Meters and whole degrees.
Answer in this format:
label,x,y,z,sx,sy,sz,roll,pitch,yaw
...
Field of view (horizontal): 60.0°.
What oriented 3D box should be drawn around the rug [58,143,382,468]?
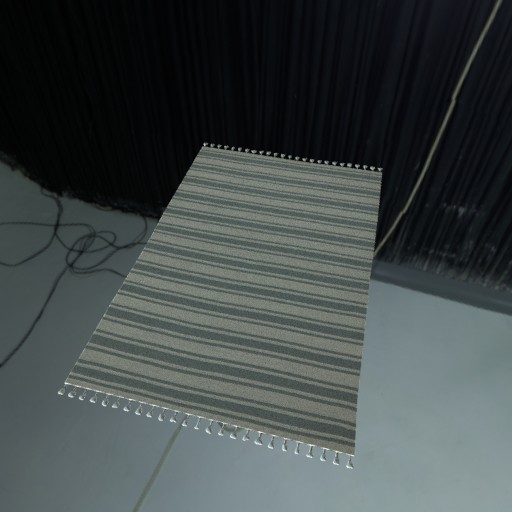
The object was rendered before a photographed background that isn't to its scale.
label,x,y,z,sx,sy,sz,roll,pitch,yaw
rug,0.000,0.000,2.980,1.539,0.011,2.410,10,48,9
